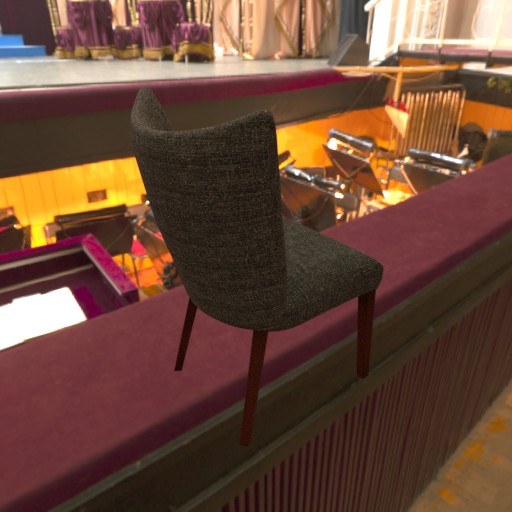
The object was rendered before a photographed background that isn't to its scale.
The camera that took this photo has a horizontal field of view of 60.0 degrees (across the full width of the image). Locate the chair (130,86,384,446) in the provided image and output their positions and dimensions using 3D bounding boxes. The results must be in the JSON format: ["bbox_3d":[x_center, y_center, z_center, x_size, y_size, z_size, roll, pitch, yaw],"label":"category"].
[{"bbox_3d":[0.000,0.000,1.307,0.623,0.924,0.535,-19,33,-33],"label":"chair"}]
